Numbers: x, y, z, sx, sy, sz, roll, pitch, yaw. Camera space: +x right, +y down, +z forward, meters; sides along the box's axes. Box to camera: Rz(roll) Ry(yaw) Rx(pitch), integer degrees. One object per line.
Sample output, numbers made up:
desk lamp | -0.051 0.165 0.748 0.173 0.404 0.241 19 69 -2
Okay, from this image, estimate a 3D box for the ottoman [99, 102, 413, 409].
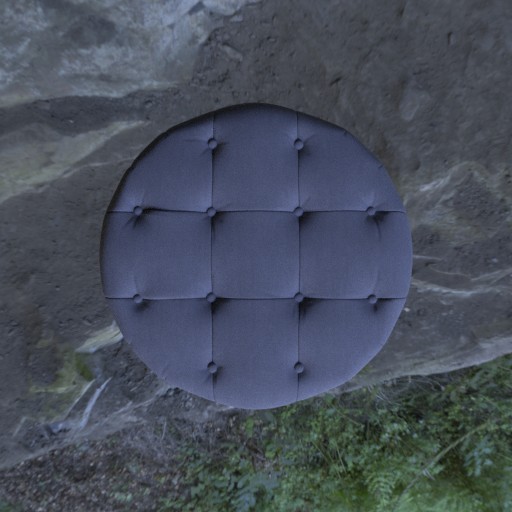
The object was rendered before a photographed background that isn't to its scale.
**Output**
ottoman | 0.000 0.000 1.426 0.901 0.439 0.901 0 89 1
